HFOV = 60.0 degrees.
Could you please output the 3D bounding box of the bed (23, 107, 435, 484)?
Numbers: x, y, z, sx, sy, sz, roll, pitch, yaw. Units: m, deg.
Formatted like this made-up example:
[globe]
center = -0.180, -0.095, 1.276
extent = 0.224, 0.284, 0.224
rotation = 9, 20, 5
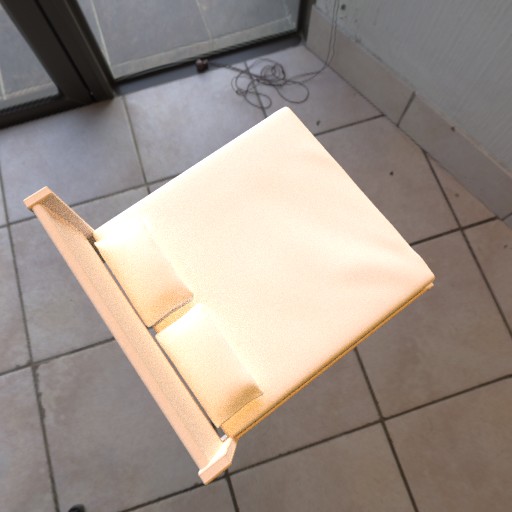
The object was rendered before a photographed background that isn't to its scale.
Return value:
[bed]
center = 0.000, 0.000, 3.600
extent = 2.293, 1.471, 2.145
rotation = -35, 77, -9
